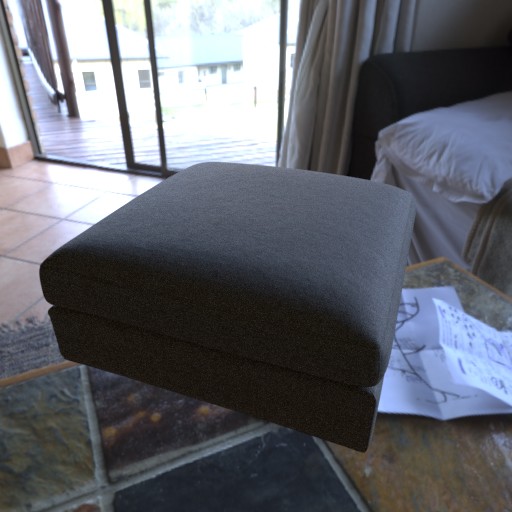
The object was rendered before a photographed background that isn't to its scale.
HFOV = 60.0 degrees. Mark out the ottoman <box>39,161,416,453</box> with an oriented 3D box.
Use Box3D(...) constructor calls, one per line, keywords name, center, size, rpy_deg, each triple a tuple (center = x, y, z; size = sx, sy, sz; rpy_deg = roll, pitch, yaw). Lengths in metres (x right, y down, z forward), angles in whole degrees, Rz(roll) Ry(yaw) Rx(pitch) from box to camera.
Box3D(name="ottoman", center=(0.000, 0.000, 1.626), size=(1.041, 0.470, 1.041), rpy_deg=(11, 32, 18))
